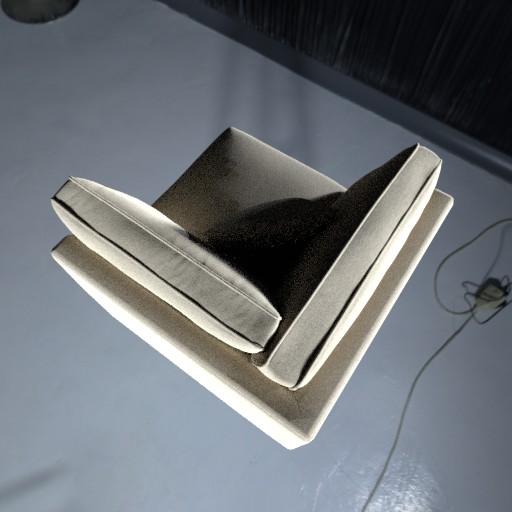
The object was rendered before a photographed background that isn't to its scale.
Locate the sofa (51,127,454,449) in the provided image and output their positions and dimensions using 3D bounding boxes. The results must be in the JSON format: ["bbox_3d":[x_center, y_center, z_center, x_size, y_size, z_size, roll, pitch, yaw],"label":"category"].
[{"bbox_3d":[0.000,0.000,1.926,1.146,1.002,1.084,33,69,14],"label":"sofa"}]
